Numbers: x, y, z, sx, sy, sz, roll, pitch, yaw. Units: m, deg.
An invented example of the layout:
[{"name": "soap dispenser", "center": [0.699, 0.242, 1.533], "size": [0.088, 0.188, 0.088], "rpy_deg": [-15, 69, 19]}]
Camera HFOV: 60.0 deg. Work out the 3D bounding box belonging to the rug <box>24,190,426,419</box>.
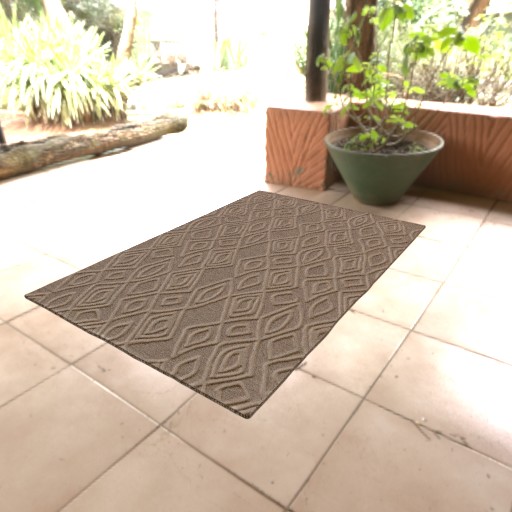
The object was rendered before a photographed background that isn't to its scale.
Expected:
[{"name": "rug", "center": [0.000, 0.000, 2.304], "size": [1.224, 0.016, 1.832], "rpy_deg": [17, 31, 31]}]
